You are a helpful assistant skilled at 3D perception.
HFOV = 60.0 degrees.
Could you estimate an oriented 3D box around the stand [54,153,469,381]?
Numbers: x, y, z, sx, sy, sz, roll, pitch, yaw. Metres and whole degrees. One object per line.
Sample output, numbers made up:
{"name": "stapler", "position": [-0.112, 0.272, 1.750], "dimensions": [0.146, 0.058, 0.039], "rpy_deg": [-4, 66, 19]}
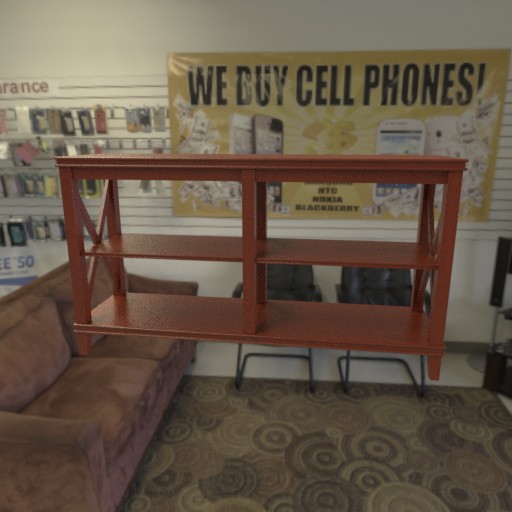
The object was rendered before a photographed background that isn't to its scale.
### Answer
{"name": "stand", "position": [0.000, 0.000, 1.728], "dimensions": [1.372, 0.762, 0.381], "rpy_deg": [2, 15, 8]}
